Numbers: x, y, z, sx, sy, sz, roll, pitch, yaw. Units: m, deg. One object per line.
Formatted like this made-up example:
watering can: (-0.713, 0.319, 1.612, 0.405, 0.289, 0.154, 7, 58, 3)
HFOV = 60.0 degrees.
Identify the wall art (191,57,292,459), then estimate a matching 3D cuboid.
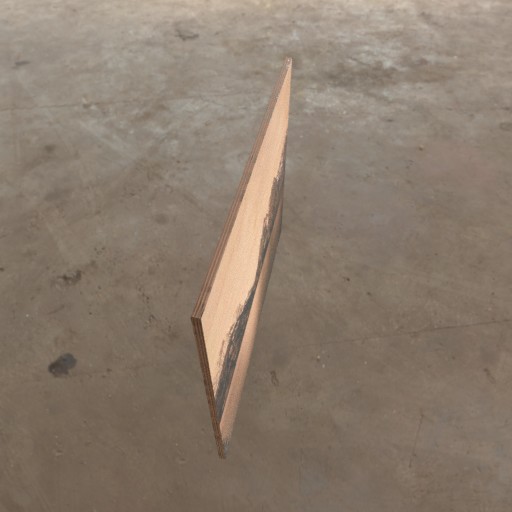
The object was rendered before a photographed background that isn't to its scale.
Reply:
wall art: (0.000, 0.000, 0.709, 0.010, 0.408, 0.508, 9, 50, 8)
